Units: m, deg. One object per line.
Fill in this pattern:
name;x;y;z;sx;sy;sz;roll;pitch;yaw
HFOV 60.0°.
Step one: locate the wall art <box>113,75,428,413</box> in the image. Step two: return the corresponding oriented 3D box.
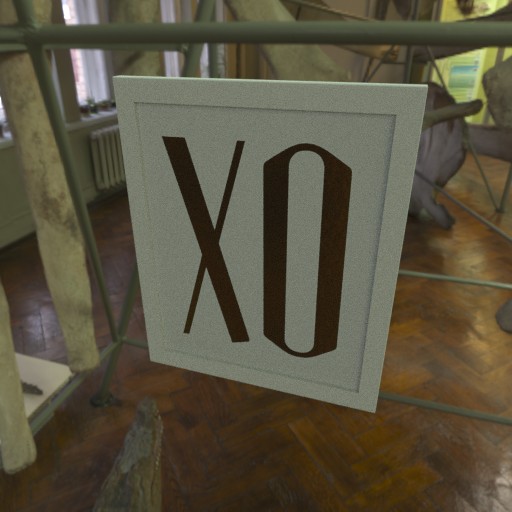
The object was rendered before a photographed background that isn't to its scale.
wall art;0.000;0.000;0.725;0.444;0.536;0.020;8;28;16
